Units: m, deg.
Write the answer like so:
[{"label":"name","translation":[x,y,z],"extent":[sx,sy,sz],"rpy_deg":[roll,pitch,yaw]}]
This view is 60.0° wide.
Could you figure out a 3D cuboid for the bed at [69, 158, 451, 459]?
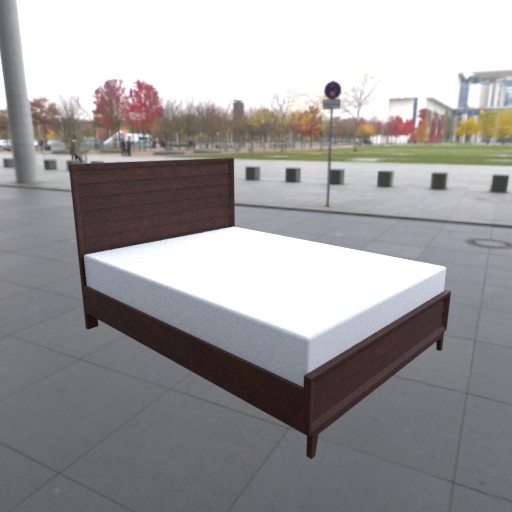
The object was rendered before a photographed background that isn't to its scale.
[{"label":"bed","translation":[0.000,0.000,3.166],"extent":[2.184,1.270,1.600],"rpy_deg":[14,20,42]}]
